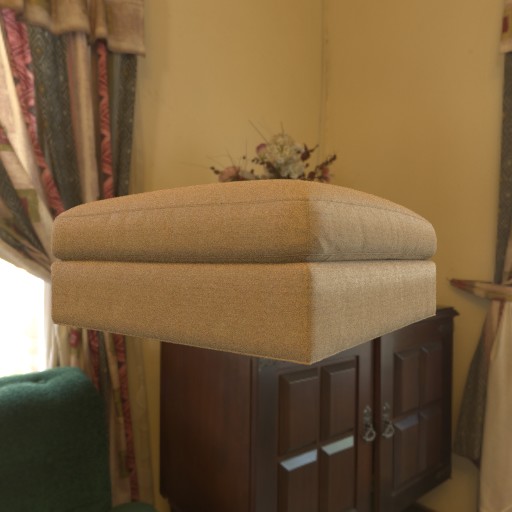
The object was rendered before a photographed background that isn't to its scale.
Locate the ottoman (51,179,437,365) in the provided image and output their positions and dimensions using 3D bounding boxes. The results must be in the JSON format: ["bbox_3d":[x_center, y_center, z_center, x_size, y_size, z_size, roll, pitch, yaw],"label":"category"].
[{"bbox_3d":[0.000,0.000,1.638,1.041,0.470,1.041,0,0,36],"label":"ottoman"}]
